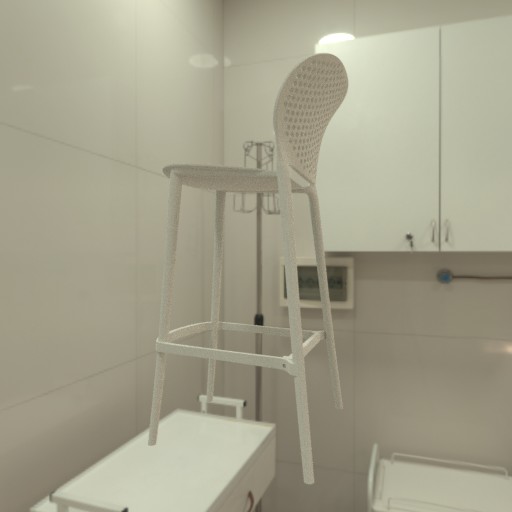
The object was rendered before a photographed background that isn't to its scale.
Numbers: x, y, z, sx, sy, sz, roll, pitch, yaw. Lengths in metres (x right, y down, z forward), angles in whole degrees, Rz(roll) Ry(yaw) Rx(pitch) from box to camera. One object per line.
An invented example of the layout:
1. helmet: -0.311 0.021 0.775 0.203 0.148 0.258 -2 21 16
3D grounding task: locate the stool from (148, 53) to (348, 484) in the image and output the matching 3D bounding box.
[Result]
1. stool: 0.000 0.000 1.332 0.535 1.045 0.536 0 0 18
